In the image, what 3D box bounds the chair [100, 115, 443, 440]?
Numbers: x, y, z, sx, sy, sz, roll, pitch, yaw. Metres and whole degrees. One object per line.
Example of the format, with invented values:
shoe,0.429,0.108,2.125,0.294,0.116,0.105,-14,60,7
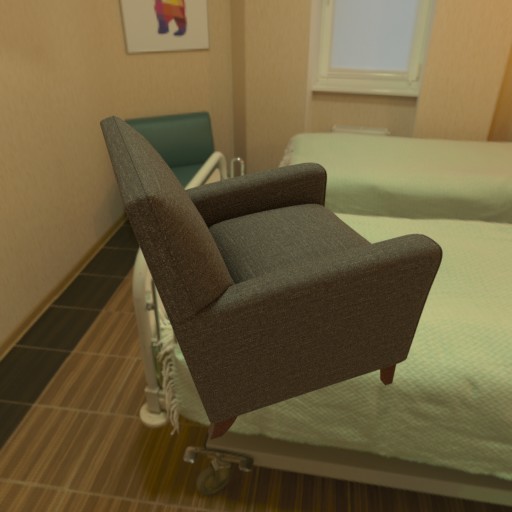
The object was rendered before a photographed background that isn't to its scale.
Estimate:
chair,0.000,0.000,1.582,0.875,0.885,0.838,-11,32,-18
